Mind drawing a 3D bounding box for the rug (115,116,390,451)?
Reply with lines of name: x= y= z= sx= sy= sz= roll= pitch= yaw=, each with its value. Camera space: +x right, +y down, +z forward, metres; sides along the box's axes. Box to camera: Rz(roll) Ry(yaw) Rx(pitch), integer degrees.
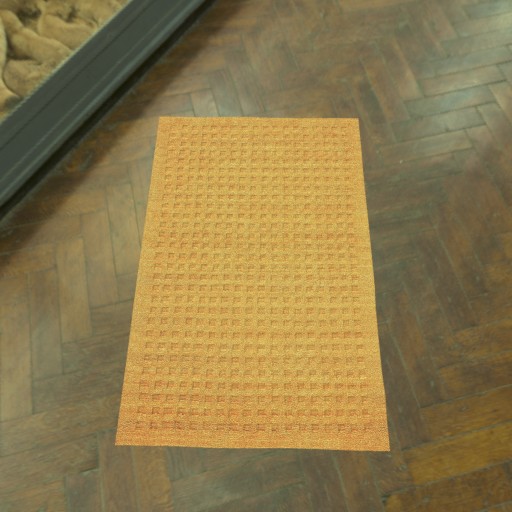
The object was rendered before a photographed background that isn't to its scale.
rug: x=0.000 y=0.000 z=2.192 sx=1.143 sy=0.006 sz=1.747 roll=1 pitch=66 yaw=0
